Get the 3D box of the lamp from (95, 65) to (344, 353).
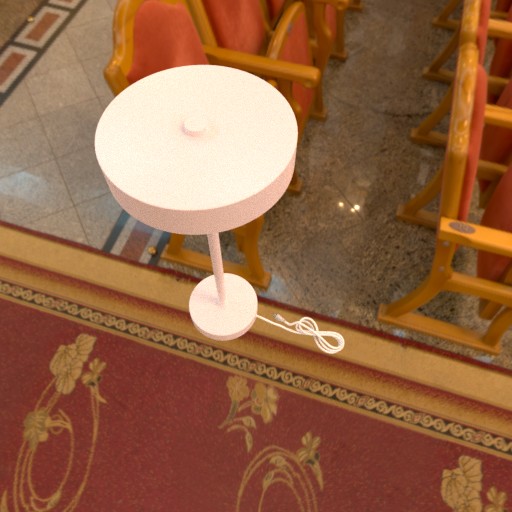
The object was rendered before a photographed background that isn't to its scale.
[{"bbox_3d":[0.000,0.000,0.702,0.369,0.508,0.229,16,60,9],"label":"lamp"}]
